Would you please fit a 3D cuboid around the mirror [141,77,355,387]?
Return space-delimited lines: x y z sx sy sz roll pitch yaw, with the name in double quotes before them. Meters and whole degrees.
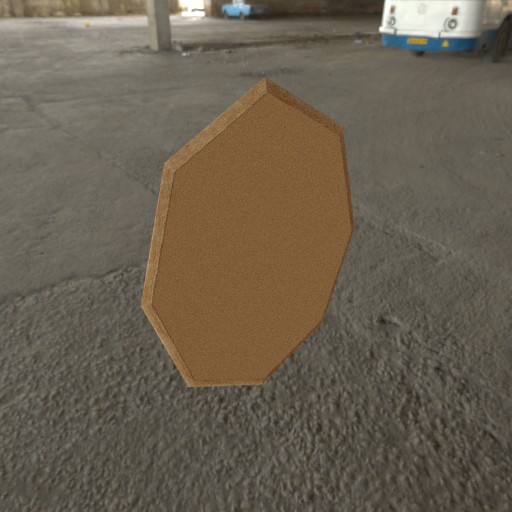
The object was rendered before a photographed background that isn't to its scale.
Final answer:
"mirror" 0.000 0.000 1.013 0.577 0.774 0.070 -20 36 -29
